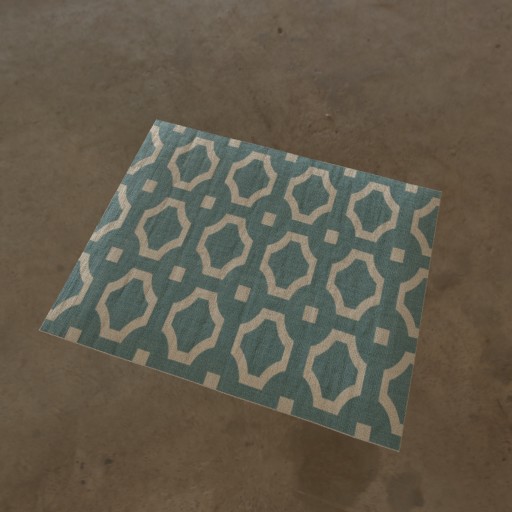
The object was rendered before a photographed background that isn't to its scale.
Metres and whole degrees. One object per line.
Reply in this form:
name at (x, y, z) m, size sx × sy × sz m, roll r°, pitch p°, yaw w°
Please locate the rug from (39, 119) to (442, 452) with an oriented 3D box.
rug at (0.000, 0.000, 4.042) m, size 3.049 × 0.021 × 2.466 m, roll 16°, pitch 65°, yaw 8°
